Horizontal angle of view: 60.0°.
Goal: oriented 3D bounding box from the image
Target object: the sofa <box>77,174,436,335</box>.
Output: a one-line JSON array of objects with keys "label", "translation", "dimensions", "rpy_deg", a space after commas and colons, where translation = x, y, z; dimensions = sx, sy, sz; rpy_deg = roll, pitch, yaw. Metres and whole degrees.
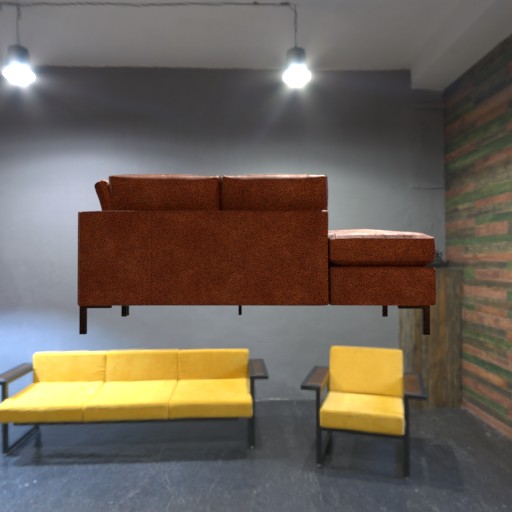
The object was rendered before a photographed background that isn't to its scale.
[{"label": "sofa", "translation": [0.000, 0.000, 3.824], "dimensions": [1.938, 0.877, 2.984], "rpy_deg": [0, -1, 0]}]
